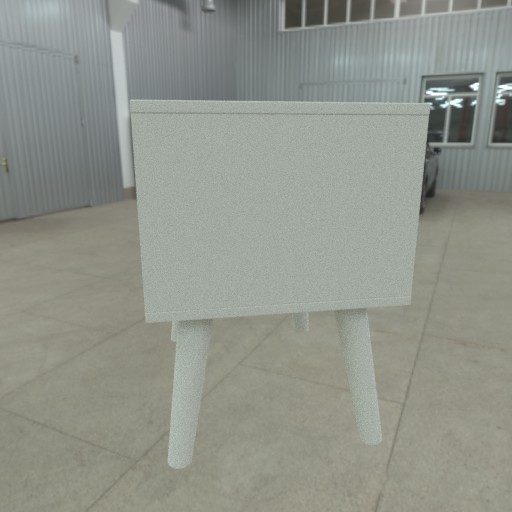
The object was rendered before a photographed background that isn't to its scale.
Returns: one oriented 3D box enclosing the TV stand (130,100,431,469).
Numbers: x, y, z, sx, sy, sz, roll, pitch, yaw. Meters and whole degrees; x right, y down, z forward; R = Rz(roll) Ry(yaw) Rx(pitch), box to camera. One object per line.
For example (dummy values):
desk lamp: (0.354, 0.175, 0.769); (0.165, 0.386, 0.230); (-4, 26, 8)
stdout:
TV stand: (0.000, 0.000, 0.898); (0.405, 0.559, 0.508); (-3, 16, -9)
